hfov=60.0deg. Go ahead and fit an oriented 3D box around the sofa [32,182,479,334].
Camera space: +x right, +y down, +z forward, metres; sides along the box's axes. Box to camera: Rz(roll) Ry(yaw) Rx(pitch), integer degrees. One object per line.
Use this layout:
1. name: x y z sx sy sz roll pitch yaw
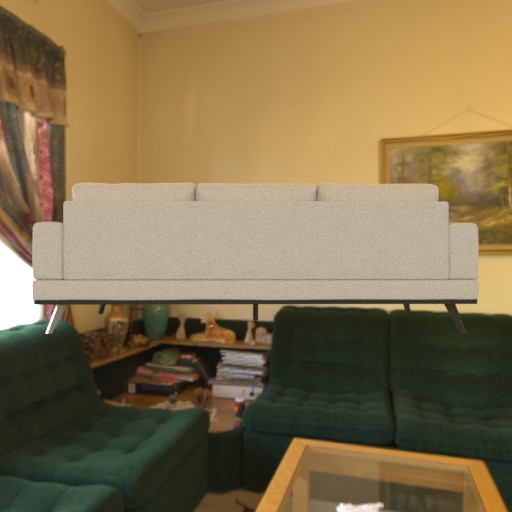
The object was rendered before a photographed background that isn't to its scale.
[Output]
1. sofa: 0.000 0.000 2.730 2.310 0.810 0.920 0 0 -1
